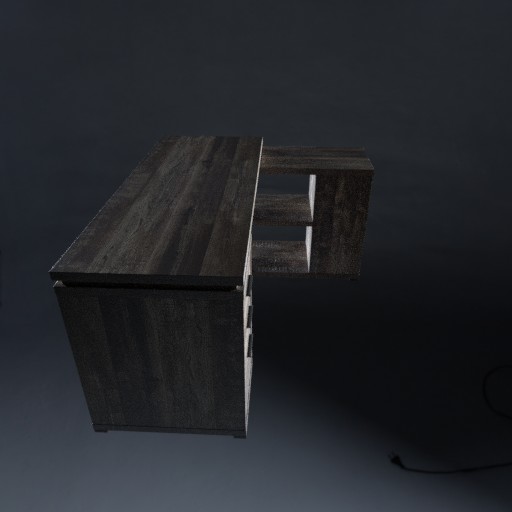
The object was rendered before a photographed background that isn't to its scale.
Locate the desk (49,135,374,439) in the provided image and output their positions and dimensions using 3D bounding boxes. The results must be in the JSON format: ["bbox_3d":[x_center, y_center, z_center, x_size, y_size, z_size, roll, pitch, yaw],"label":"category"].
[{"bbox_3d":[0.000,0.000,2.187,1.200,0.753,1.524,1,31,2],"label":"desk"}]
